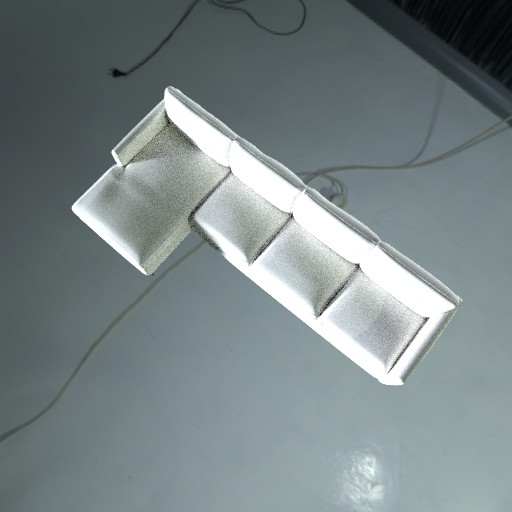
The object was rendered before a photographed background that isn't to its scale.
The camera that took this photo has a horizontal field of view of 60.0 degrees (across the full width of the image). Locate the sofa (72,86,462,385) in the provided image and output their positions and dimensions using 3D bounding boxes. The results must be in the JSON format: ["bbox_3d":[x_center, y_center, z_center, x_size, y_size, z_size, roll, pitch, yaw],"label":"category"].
[{"bbox_3d":[0.000,0.000,3.878,3.186,0.875,1.467,38,78,10],"label":"sofa"}]
